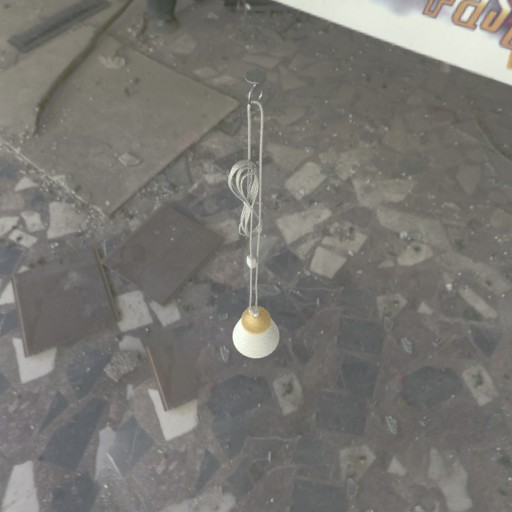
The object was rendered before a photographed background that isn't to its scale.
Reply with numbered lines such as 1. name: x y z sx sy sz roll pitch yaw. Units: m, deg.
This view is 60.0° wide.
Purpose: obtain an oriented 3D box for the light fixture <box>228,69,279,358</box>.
1. light fixture: 0.000 0.000 1.049 0.153 0.966 0.153 -15 58 -9
